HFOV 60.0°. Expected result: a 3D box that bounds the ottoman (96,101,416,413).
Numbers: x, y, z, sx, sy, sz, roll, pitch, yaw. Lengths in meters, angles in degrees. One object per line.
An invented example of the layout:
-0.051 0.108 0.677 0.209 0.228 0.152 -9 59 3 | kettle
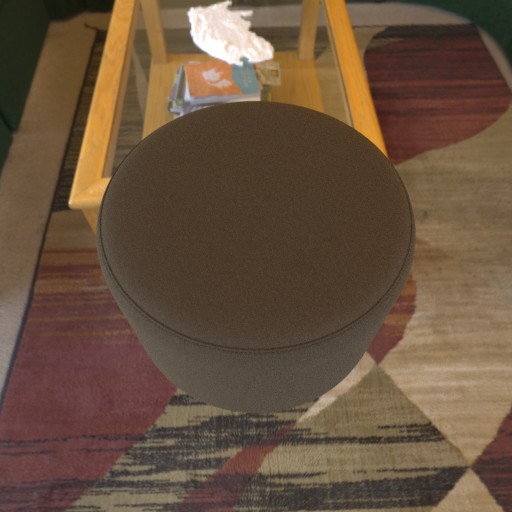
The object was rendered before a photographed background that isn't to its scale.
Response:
0.000 0.000 0.987 0.608 0.433 0.608 0 58 0 | ottoman
